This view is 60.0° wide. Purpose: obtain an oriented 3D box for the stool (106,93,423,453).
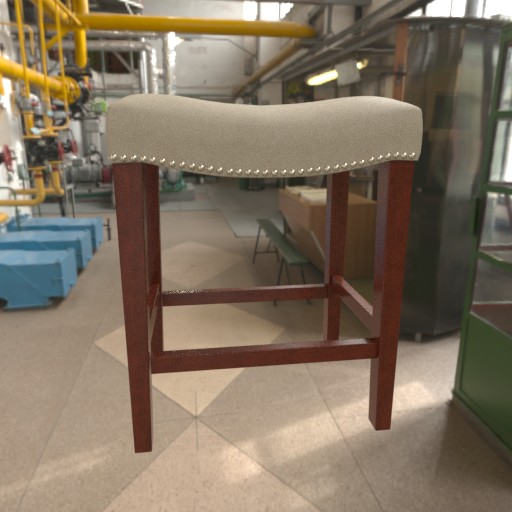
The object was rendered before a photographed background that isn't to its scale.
[{"bbox_3d":[0.000,0.000,0.933,0.509,0.632,0.375,-2,16,-8],"label":"stool"}]
